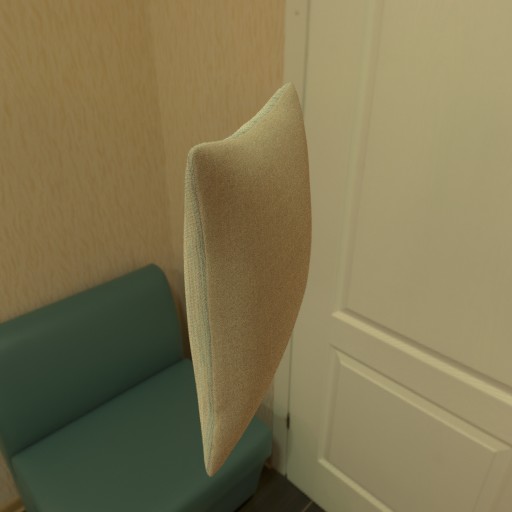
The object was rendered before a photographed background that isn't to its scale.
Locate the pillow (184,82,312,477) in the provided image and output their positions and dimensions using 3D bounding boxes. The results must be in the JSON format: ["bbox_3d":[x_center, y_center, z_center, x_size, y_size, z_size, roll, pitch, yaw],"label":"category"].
[{"bbox_3d":[0.000,0.000,0.770,0.178,0.506,0.512,7,30,13],"label":"pillow"}]
